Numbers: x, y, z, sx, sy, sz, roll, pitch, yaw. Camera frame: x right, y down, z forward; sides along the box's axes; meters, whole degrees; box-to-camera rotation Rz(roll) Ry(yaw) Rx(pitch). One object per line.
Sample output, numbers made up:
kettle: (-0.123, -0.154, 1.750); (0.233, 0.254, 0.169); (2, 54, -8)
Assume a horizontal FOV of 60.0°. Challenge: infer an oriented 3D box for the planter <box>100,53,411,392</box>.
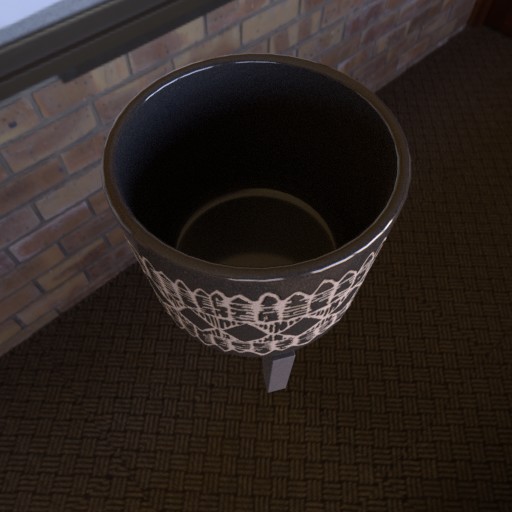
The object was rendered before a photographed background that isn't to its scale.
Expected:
planter: (0.000, 0.000, 0.261); (0.129, 0.177, 0.129); (0, 58, 0)
